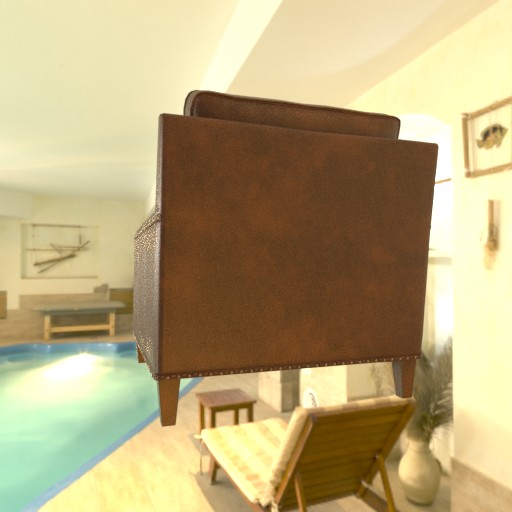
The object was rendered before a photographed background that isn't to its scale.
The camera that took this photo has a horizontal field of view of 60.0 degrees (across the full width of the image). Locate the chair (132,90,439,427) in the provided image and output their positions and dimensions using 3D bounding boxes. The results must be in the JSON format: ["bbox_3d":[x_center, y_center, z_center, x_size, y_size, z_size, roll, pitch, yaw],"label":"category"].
[{"bbox_3d":[0.000,0.000,1.685,0.853,0.929,1.014,0,-1,-19],"label":"chair"}]
